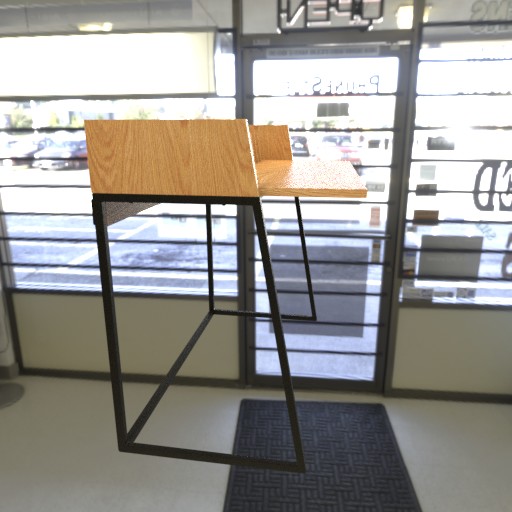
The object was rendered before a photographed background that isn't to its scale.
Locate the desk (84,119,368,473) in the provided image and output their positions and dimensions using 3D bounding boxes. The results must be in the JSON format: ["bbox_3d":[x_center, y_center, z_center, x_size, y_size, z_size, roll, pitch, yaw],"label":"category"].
[{"bbox_3d":[0.000,0.000,1.845,0.769,1.061,1.191,3,16,9],"label":"desk"}]
